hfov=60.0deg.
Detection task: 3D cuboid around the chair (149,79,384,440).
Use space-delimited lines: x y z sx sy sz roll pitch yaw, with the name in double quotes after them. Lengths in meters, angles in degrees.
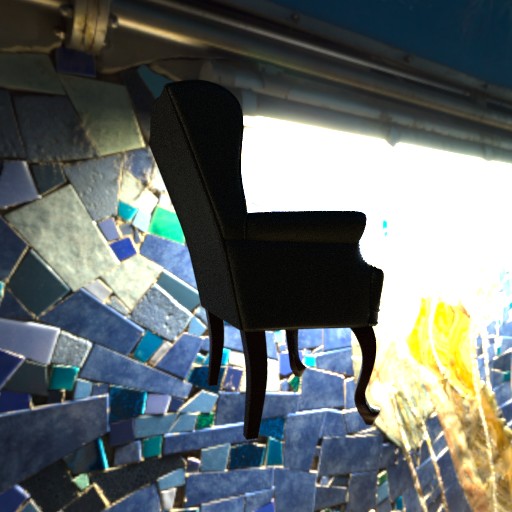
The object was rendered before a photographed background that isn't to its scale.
0.000 0.000 1.667 0.762 1.111 0.838 0 0 -17 "chair"
